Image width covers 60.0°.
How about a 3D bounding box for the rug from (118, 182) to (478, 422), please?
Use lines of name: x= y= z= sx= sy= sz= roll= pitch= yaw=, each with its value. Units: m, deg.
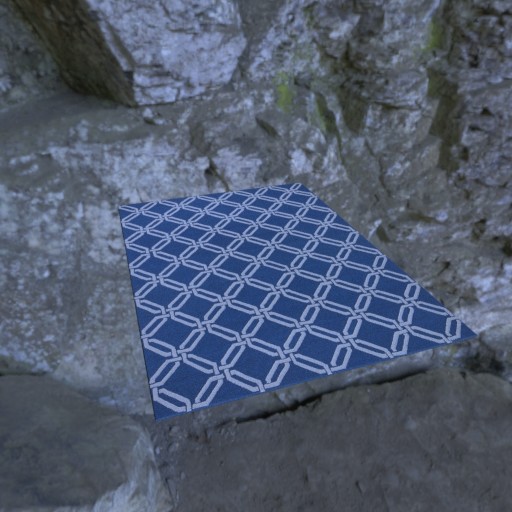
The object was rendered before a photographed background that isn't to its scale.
rug: x=0.000 y=0.000 z=4.389 sx=2.432 sy=0.018 sz=3.342 roll=-10 pitch=32 yaw=-16
